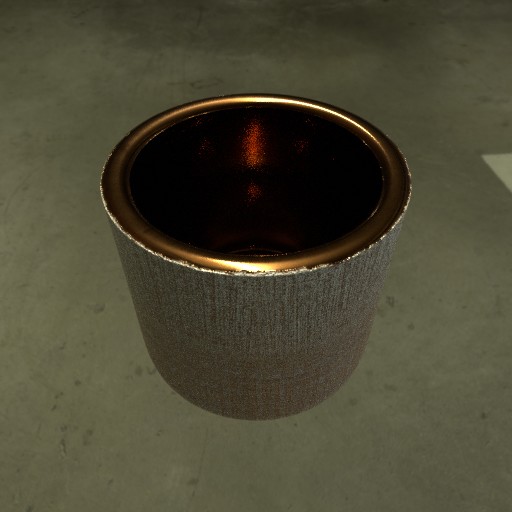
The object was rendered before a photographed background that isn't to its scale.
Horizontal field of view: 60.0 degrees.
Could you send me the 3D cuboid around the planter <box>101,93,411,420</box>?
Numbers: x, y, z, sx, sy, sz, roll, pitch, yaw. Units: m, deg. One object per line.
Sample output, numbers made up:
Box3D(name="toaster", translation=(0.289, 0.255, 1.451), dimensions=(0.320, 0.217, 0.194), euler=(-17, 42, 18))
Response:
Box3D(name="planter", translation=(0.000, 0.000, 0.310), dimensions=(0.177, 0.157, 0.177), euler=(0, 46, 0))
